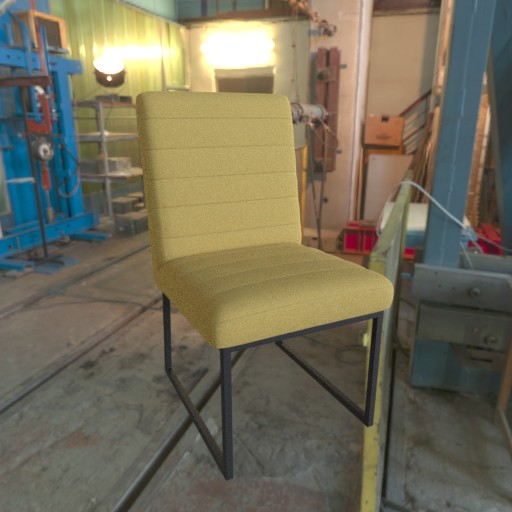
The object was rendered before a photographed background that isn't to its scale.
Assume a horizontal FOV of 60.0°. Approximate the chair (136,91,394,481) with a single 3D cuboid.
[{"bbox_3d":[0.000,0.000,1.305,0.520,0.930,0.634,-8,19,-25],"label":"chair"}]
